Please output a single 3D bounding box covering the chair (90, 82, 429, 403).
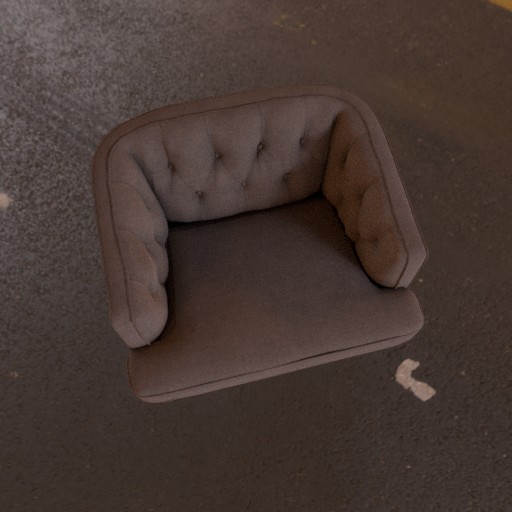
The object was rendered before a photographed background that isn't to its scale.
[{"bbox_3d":[0.000,0.000,1.787,1.104,0.852,0.941,-12,64,-6],"label":"chair"}]
